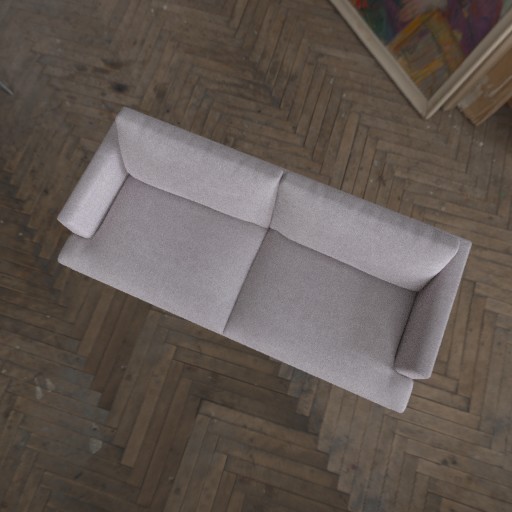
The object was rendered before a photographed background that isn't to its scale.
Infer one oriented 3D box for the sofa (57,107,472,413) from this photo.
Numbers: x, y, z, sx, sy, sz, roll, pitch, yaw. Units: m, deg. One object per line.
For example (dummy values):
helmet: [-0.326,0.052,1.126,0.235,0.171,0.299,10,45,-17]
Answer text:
sofa: [0.000,0.000,2.706,2.250,0.868,1.020,23,75,6]
